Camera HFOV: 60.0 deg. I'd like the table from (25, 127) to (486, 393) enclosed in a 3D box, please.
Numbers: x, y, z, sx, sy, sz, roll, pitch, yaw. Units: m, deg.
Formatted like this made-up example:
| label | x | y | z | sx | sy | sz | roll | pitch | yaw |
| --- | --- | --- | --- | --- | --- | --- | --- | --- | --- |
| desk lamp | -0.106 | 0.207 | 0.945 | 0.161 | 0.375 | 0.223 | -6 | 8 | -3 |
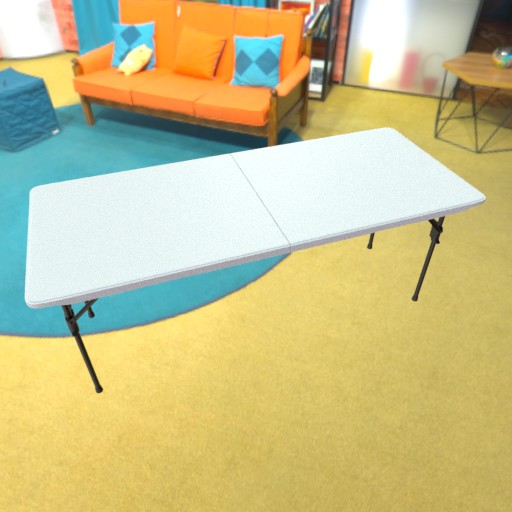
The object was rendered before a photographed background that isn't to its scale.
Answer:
| label | x | y | z | sx | sy | sz | roll | pitch | yaw |
| --- | --- | --- | --- | --- | --- | --- | --- | --- | --- |
| table | 0.000 | 0.000 | 2.133 | 1.829 | 0.719 | 0.761 | -13 | 42 | -15 |
